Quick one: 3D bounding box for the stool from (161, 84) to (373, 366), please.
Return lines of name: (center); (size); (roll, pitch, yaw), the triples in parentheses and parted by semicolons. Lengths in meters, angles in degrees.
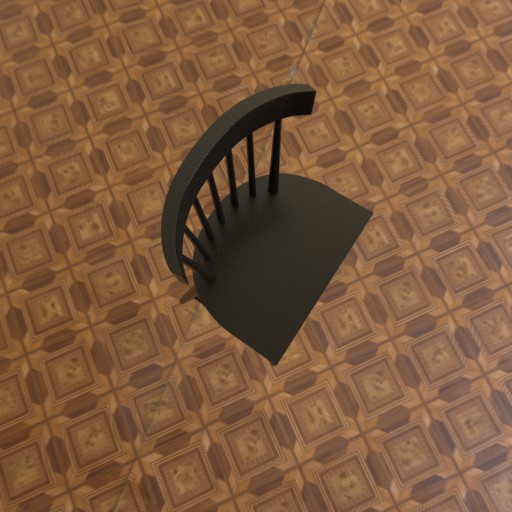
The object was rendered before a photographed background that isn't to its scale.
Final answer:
stool: (0.000, 0.000, 1.335); (0.483, 1.092, 0.482); (33, 78, 8)
